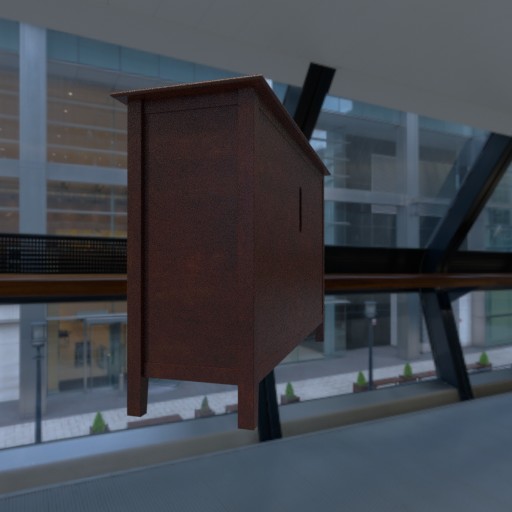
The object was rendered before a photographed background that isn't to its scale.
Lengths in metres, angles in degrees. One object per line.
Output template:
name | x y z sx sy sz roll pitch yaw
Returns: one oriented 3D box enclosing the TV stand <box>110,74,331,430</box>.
TV stand | 0.000 0.000 1.832 0.445 0.915 1.372 0 0 17
